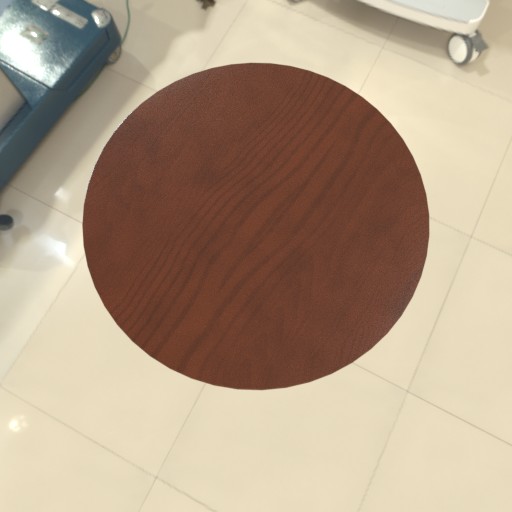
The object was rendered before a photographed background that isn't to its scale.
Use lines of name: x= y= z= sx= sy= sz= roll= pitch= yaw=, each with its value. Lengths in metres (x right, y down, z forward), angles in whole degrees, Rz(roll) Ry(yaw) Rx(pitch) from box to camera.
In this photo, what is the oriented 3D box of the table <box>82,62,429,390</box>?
table: x=0.000 y=0.000 z=1.058 sx=0.597 sy=0.612 sz=0.597 roll=0 pitch=75 yaw=0
